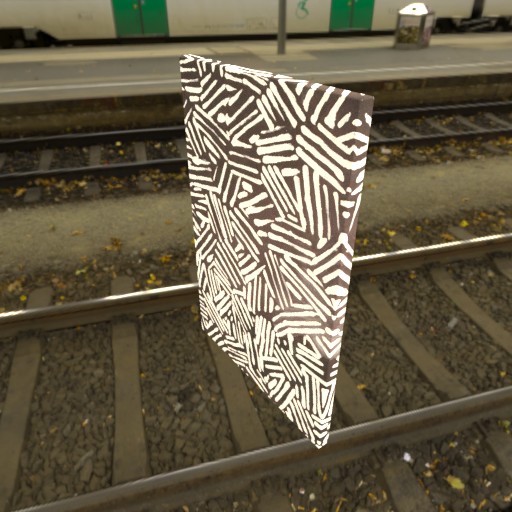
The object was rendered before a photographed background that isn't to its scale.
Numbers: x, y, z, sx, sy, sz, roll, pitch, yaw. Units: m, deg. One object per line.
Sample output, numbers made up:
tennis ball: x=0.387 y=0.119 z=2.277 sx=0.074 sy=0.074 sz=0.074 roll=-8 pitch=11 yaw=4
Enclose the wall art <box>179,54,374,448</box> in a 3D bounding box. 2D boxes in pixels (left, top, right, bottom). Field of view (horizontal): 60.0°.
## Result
wall art: x=0.000 y=0.000 z=1.179 sx=0.035 sy=0.918 sz=0.615 roll=-22 pitch=38 yaw=-31
